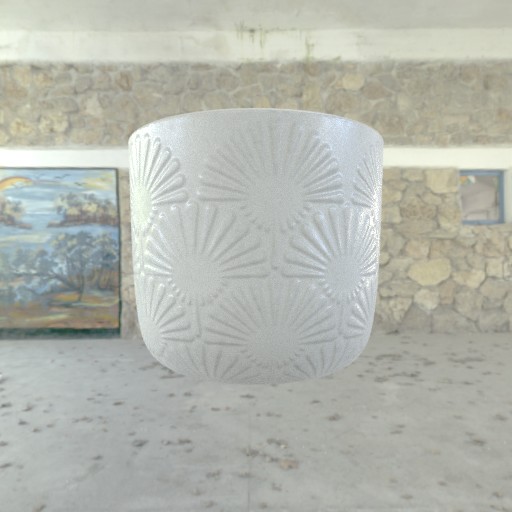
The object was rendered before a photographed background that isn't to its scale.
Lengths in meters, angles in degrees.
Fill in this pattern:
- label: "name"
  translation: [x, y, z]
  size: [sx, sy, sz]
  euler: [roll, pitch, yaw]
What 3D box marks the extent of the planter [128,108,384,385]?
- label: "planter"
  translation: [0.000, 0.000, 0.224]
  size: [0.124, 0.109, 0.124]
  euler: [0, 0, 0]
